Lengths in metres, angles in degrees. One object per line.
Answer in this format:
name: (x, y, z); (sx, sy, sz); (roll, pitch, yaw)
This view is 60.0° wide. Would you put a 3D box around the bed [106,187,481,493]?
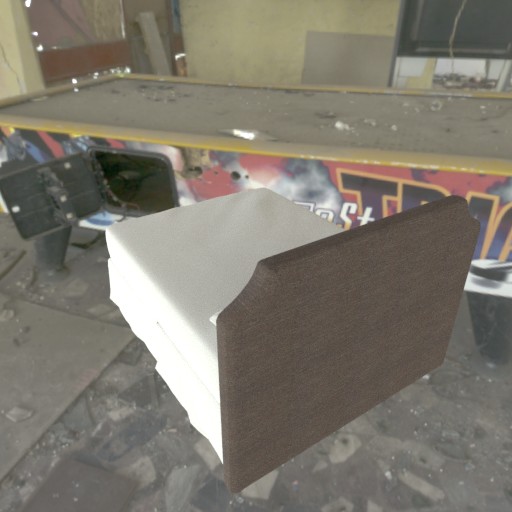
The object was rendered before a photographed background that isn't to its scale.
bed: (0.000, 0.000, 3.072); (1.693, 1.290, 2.116); (-18, 35, -29)
